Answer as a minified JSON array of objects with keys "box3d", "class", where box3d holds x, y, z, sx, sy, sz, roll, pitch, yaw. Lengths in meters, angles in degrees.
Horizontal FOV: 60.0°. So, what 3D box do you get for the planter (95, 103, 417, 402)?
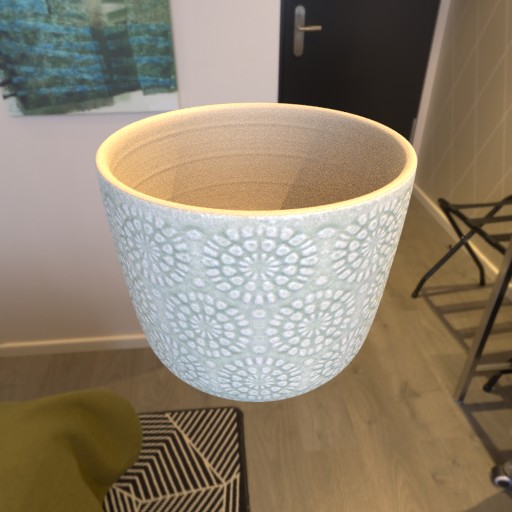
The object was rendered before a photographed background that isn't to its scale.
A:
[{"box3d":[0.000,0.000,0.207,0.124,0.109,0.124,0,33,0],"class":"planter"}]
